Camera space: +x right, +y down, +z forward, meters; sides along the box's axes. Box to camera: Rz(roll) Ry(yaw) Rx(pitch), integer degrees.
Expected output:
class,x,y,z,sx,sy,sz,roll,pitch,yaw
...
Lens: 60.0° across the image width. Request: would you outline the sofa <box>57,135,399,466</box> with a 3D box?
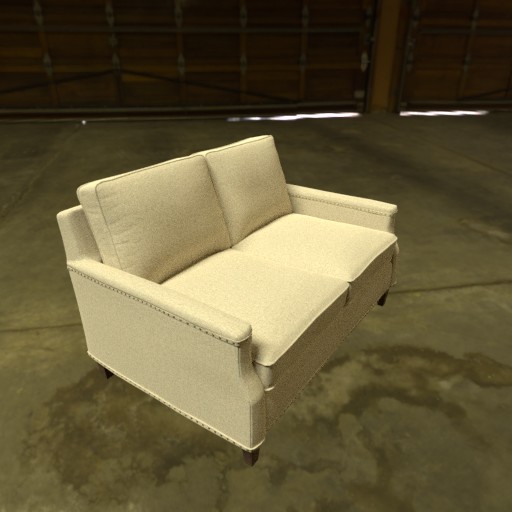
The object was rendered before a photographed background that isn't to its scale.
class,x,y,z,sx,sy,sz,roll,pitch,yaw
sofa,0.000,0.000,2.336,1.084,1.003,1.597,17,31,31
